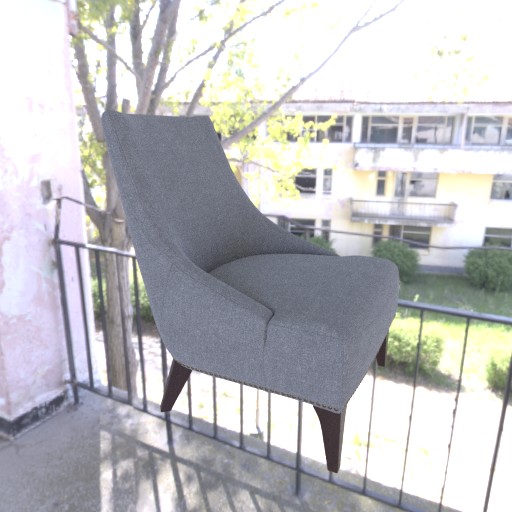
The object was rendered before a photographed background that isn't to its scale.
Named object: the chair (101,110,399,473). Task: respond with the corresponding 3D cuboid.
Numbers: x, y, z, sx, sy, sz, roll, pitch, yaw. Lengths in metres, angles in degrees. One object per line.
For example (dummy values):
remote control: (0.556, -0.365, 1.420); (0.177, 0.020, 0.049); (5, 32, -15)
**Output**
chair: (0.000, 0.000, 1.461); (0.861, 0.909, 0.701); (8, 17, 26)
